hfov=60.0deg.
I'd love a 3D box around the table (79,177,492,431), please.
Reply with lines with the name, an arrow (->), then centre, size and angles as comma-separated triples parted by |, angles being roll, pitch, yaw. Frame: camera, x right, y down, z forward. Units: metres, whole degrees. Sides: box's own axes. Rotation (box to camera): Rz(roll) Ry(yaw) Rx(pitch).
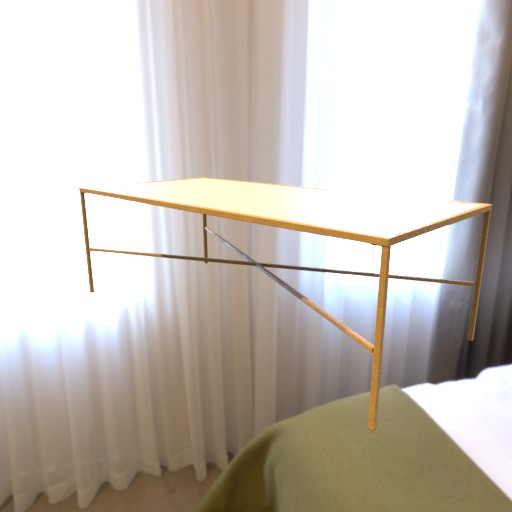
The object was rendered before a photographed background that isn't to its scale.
table -> 0.000, 0.000, 1.444 | 1.206, 0.398, 0.580 | 14, 20, 42
